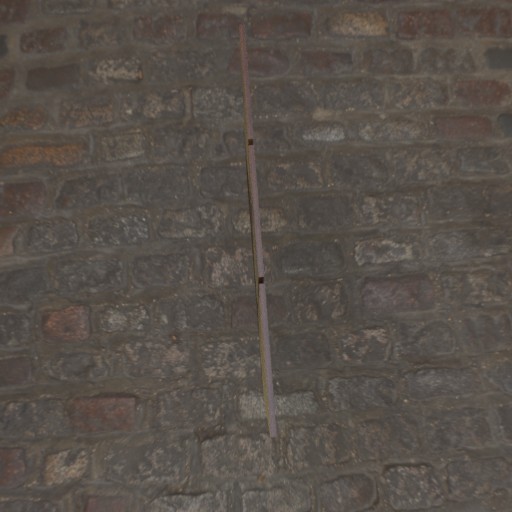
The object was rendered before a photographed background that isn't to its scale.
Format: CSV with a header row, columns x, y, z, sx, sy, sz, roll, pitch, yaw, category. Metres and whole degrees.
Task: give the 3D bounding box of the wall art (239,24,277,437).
x,y,z,sx,sy,sz,roll,pitch,yaw,category
0.000,0.000,1.900,0.017,1.246,1.256,-4,77,-1,wall art
